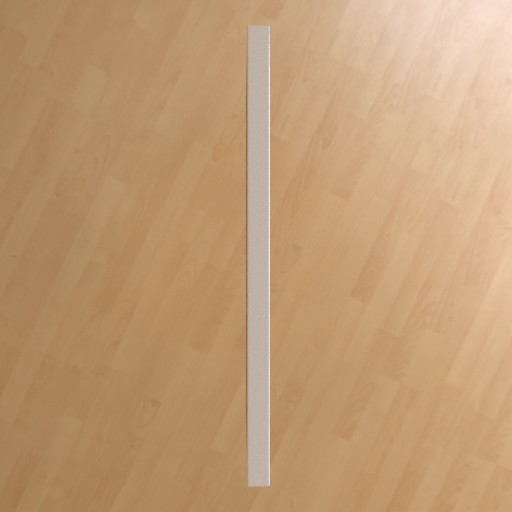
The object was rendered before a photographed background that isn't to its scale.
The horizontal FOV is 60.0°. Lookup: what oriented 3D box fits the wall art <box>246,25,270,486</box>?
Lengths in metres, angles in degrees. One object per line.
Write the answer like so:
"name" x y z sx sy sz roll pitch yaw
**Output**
"wall art" 0.000 0.000 0.862 0.038 0.255 0.763 0 90 -2
